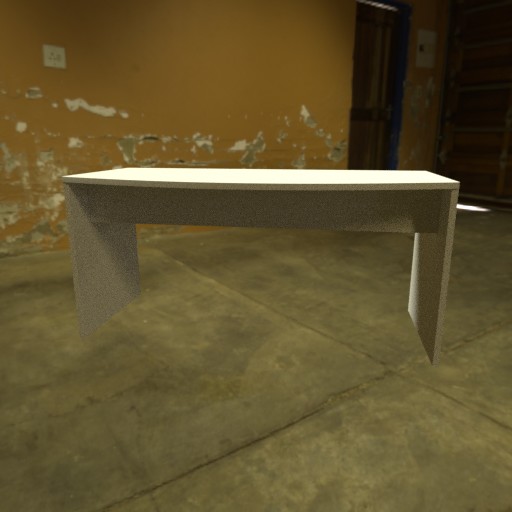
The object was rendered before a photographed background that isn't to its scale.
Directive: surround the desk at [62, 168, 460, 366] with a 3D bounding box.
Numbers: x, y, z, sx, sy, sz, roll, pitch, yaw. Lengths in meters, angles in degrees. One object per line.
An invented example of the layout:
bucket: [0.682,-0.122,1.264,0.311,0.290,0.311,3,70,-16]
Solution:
desk: [0.000,0.000,2.076,1.600,0.750,0.802,2,15,9]
